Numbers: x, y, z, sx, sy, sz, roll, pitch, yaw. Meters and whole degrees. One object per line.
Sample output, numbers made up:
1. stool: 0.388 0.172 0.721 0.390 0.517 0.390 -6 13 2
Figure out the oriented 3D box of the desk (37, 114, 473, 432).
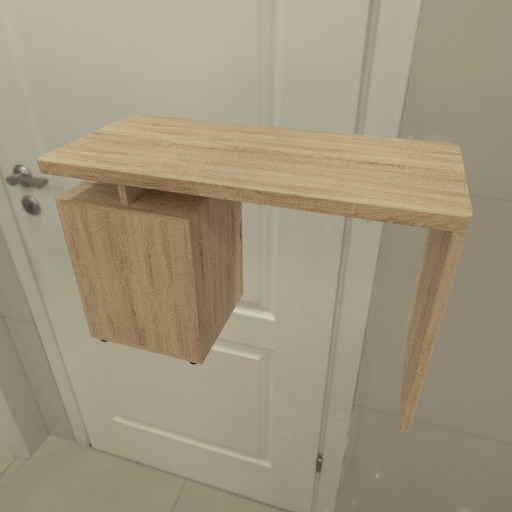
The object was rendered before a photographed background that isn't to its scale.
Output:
1. desk: 0.000 0.000 1.566 1.200 0.760 0.550 10 34 15
